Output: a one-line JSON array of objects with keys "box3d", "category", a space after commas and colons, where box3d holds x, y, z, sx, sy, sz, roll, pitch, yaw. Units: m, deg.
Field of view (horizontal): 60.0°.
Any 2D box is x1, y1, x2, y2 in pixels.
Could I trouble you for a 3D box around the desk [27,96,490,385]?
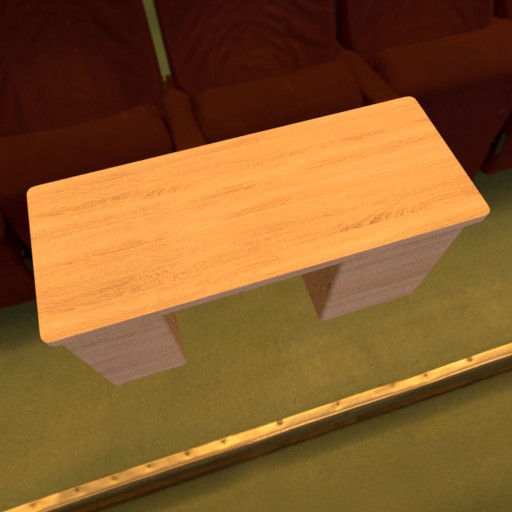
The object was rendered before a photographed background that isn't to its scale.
[{"box3d": [0.000, 0.000, 1.758, 1.400, 0.760, 0.550, -16, 63, -8], "category": "desk"}]
